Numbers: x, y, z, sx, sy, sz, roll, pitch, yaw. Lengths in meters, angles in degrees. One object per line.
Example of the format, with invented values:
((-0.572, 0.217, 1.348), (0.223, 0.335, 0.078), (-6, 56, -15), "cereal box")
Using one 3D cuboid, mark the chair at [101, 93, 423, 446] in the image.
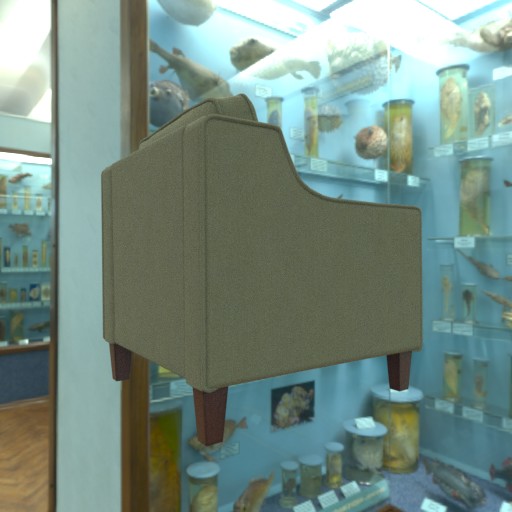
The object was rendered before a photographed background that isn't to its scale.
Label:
((0.000, 0.000, 1.666), (0.909, 0.960, 0.831), (0, 0, -35), "chair")
